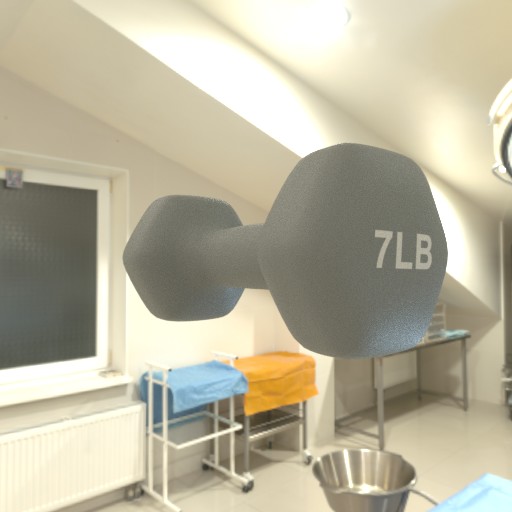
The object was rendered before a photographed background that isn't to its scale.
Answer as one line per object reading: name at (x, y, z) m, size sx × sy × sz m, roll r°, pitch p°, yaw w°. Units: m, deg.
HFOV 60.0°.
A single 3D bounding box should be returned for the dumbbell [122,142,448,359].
dumbbell at (0.000, 0.000, 0.234) m, size 0.090 × 0.081 × 0.184 m, roll 1°, pitch -2°, yaw -36°
